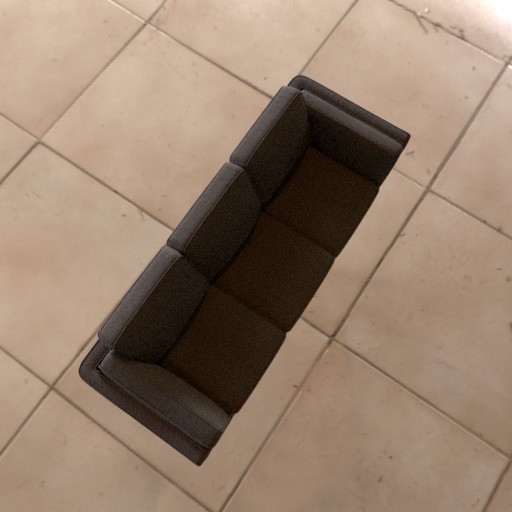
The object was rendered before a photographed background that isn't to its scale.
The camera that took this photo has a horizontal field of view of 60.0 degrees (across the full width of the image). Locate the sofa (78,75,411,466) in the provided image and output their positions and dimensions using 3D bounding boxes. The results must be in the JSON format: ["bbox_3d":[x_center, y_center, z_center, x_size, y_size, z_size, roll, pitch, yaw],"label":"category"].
[{"bbox_3d":[0.000,0.000,2.869,0.903,0.899,2.362,33,78,8],"label":"sofa"}]
